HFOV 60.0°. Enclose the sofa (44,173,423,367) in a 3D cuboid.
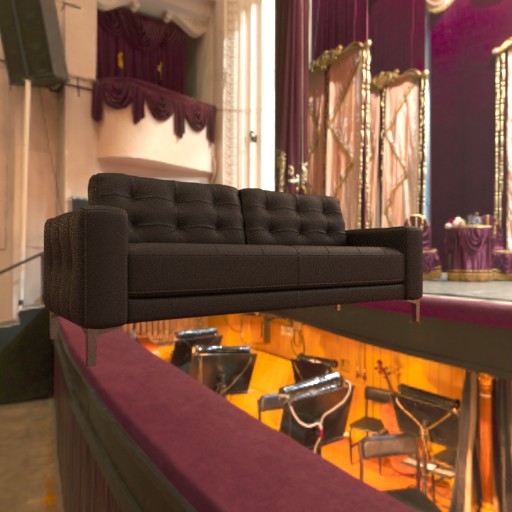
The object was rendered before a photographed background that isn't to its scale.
[{"bbox_3d":[0.000,0.000,2.721,2.275,0.893,0.833,0,0,-35],"label":"sofa"}]
